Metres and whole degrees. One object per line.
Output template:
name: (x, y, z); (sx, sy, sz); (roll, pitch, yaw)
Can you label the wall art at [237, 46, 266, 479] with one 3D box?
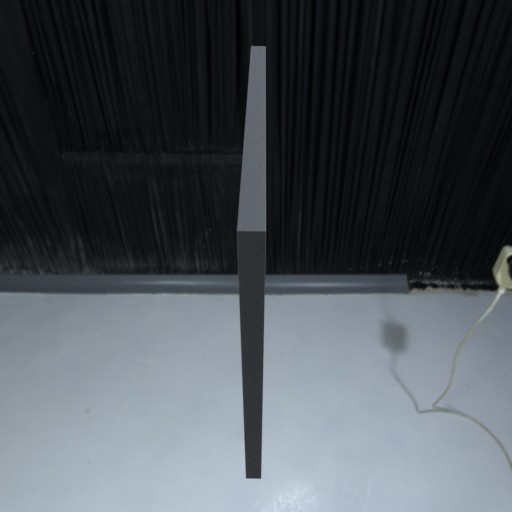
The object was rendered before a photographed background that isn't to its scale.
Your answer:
wall art: (0.000, 0.000, 1.102); (0.037, 0.760, 0.762); (1, 42, 1)
